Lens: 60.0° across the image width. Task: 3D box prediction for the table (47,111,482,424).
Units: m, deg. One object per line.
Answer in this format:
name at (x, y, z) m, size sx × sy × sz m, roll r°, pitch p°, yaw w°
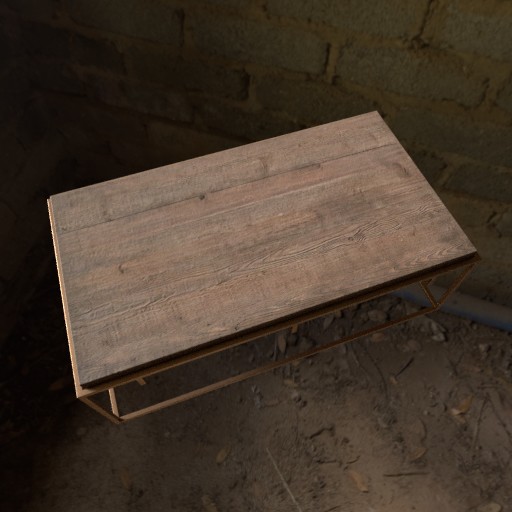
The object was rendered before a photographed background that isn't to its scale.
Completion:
table at (0.000, 0.000, 1.768) m, size 1.387 × 0.468 × 0.775 m, roll -17°, pitch 61°, yaw -10°
